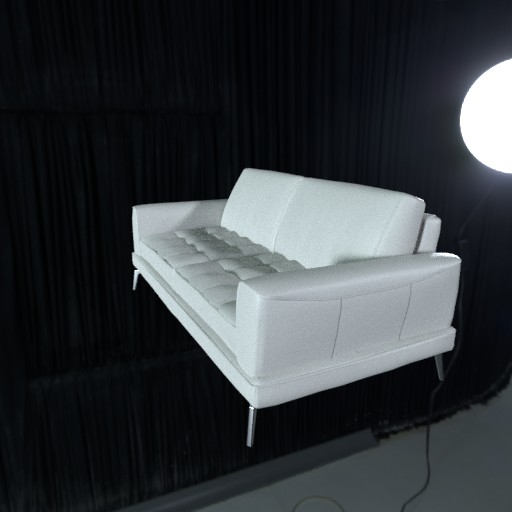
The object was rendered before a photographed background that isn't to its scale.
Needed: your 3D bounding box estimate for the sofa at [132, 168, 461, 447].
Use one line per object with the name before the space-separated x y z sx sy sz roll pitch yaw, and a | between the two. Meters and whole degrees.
sofa | 0.000 0.000 2.710 1.121 0.930 2.177 -8 17 -26
